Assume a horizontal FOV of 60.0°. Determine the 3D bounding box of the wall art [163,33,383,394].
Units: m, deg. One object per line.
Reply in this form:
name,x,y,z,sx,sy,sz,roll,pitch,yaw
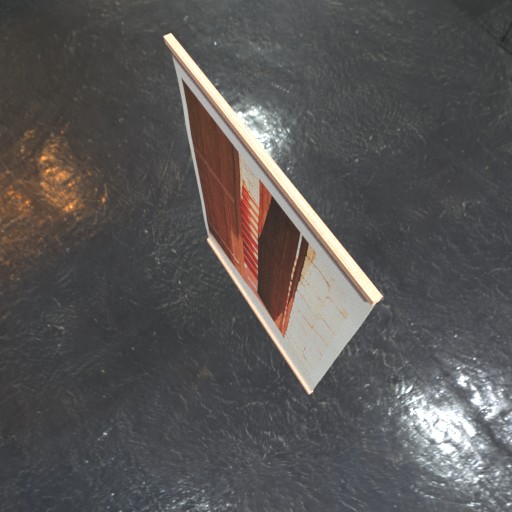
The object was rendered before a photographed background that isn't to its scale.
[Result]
wall art,0.000,0.000,1.323,0.020,1.013,0.758,-30,68,-13
